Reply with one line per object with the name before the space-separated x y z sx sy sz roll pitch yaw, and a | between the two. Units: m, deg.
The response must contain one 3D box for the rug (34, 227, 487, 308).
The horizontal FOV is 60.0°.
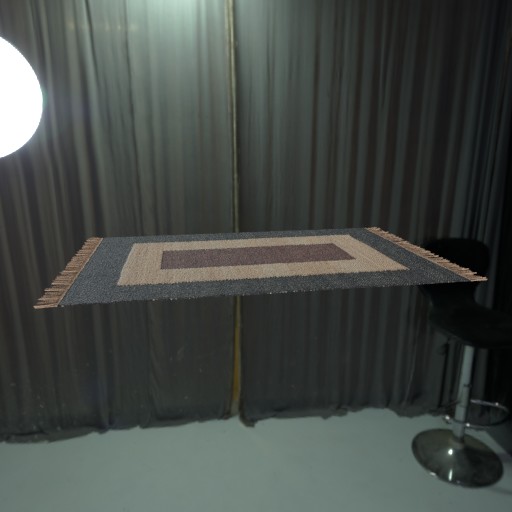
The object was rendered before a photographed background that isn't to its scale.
rug | 0.000 0.000 2.491 2.021 0.027 1.224 -3 16 -10
